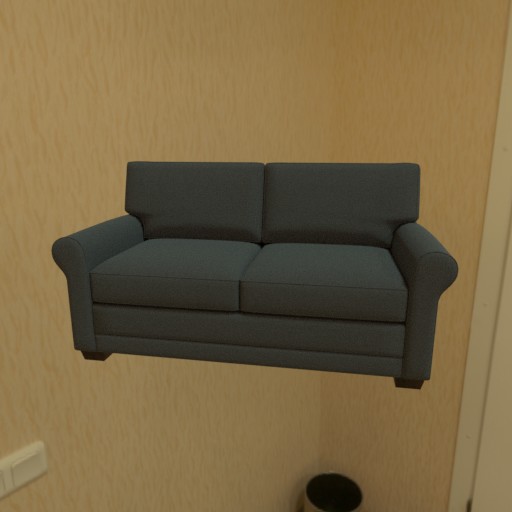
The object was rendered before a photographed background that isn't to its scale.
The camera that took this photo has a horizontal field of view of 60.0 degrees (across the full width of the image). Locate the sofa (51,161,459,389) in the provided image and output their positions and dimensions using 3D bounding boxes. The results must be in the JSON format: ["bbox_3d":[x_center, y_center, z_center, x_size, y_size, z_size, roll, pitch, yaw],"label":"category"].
[{"bbox_3d":[0.000,0.000,2.506,1.930,1.020,0.940,2,14,10],"label":"sofa"}]
